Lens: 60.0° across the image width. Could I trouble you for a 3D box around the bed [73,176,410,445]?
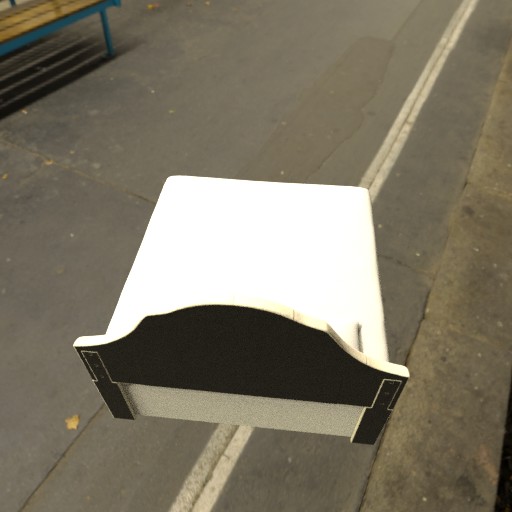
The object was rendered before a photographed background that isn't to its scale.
[{"bbox_3d":[0.000,0.000,3.390,2.012,1.555,2.086,4,47,4],"label":"bed"}]
